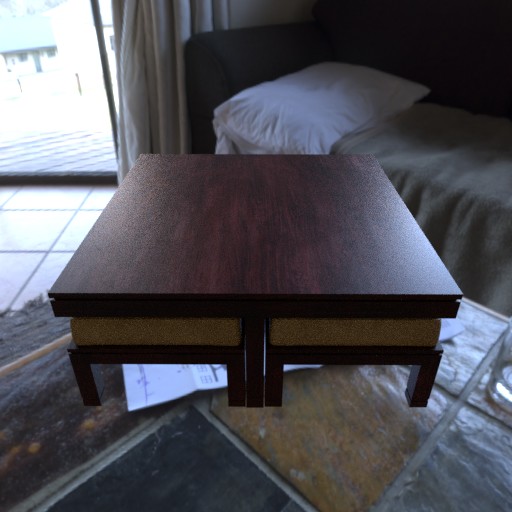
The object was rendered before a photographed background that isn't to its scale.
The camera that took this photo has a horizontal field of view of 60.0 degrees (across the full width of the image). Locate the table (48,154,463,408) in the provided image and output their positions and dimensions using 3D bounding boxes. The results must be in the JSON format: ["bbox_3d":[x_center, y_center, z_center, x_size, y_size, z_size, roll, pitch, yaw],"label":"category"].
[{"bbox_3d":[0.000,0.000,1.382,0.865,0.356,0.865,0,32,0],"label":"table"}]
